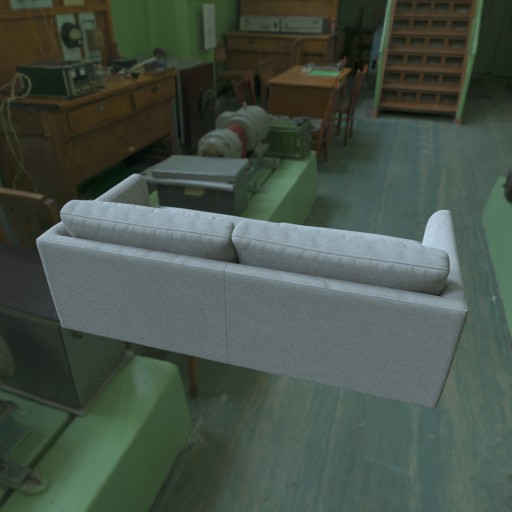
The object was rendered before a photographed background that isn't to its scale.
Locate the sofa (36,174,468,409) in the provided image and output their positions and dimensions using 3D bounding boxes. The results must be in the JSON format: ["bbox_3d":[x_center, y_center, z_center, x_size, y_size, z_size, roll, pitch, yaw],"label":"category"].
[{"bbox_3d":[0.000,0.000,2.729,2.588,0.838,1.090,9,32,14],"label":"sofa"}]
